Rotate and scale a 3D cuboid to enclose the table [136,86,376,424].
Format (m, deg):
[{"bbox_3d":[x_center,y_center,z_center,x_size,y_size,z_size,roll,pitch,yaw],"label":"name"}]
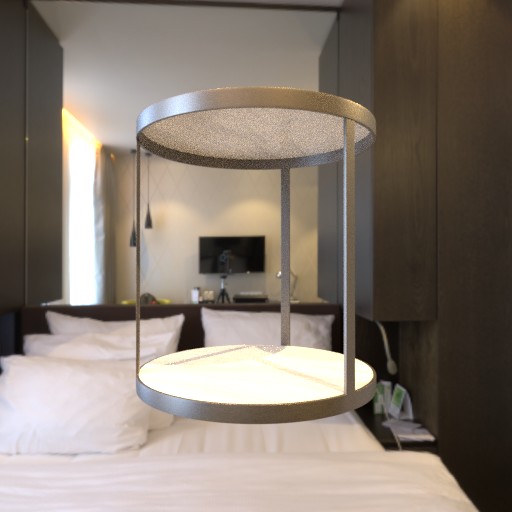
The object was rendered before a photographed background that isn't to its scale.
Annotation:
[{"bbox_3d":[0.000,0.000,0.850,0.445,0.479,0.445,0,0,0],"label":"table"}]
